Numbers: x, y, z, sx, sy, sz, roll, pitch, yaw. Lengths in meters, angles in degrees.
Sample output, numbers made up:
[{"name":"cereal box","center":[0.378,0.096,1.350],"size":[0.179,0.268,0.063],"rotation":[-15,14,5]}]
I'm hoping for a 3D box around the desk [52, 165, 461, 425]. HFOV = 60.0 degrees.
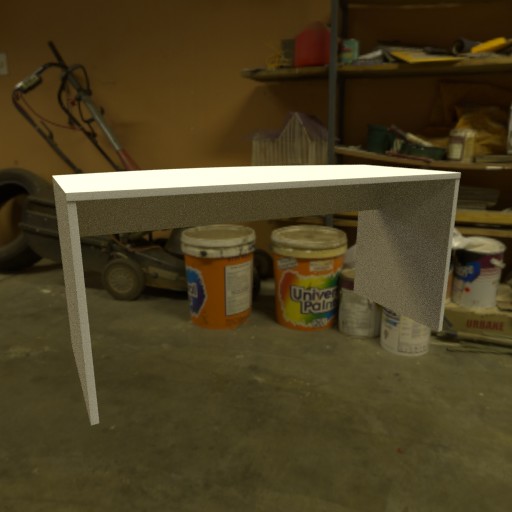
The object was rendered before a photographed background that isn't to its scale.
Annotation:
[{"name":"desk","center":[0.000,0.000,2.027],"size":[1.600,0.750,0.802],"rotation":[-7,17,-26]}]
